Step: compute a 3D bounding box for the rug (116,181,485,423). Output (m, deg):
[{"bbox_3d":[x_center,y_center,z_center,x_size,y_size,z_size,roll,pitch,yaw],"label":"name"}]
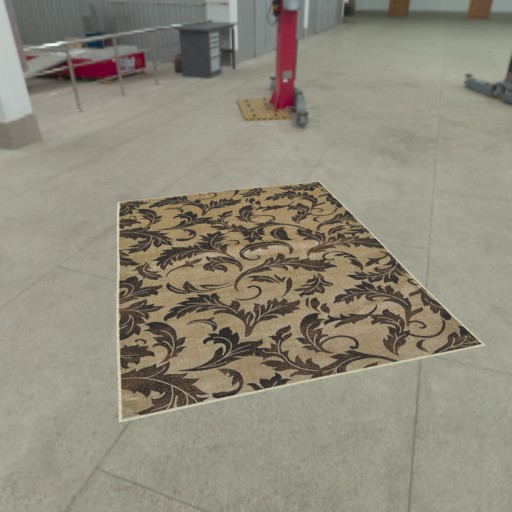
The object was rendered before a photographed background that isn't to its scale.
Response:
[{"bbox_3d":[0.000,0.000,3.912,2.380,0.008,2.977,-8,33,-13],"label":"rug"}]
